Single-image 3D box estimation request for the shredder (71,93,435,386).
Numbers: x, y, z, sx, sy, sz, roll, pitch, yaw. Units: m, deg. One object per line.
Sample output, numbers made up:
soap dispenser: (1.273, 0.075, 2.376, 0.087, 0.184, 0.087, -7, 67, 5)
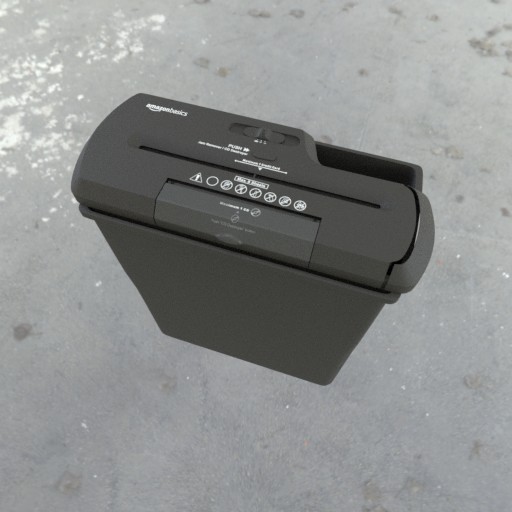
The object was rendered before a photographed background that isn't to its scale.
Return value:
shredder: (0.000, 0.000, 0.523, 0.320, 0.335, 0.170, 16, 60, 9)
